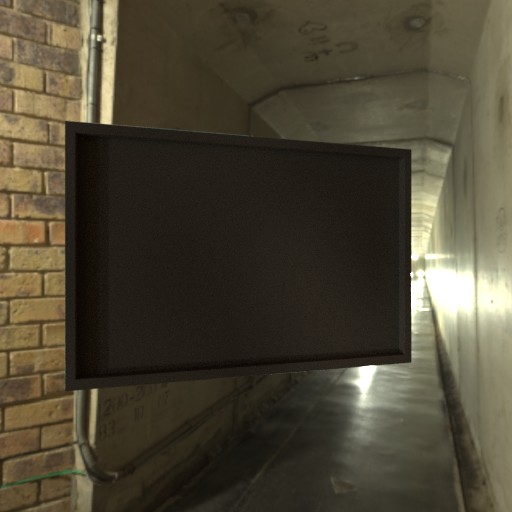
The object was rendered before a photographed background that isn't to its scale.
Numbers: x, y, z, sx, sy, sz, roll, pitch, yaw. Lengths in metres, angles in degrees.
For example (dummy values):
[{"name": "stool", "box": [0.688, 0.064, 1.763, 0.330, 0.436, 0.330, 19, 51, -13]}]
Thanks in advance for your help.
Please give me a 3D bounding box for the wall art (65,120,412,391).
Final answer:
[{"name": "wall art", "box": [0.000, 0.000, 0.769, 0.609, 0.406, 0.033, 0, 0, -17]}]
